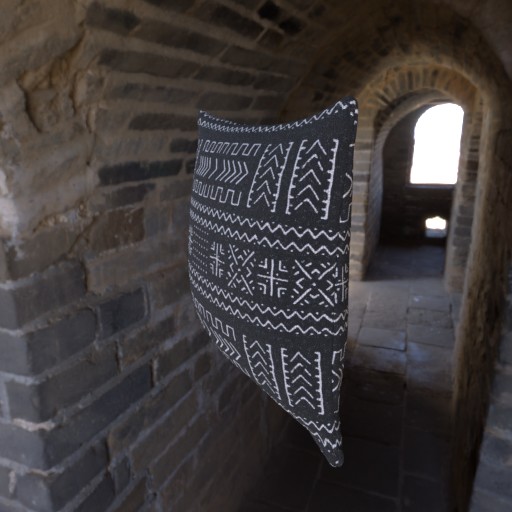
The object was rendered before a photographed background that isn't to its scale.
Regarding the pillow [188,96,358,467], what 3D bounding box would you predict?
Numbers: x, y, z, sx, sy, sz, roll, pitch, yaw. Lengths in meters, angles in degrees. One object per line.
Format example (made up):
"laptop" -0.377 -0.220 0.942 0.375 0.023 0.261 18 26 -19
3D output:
"pillow" 0.000 0.000 0.659 0.164 0.430 0.438 -8 17 -26
